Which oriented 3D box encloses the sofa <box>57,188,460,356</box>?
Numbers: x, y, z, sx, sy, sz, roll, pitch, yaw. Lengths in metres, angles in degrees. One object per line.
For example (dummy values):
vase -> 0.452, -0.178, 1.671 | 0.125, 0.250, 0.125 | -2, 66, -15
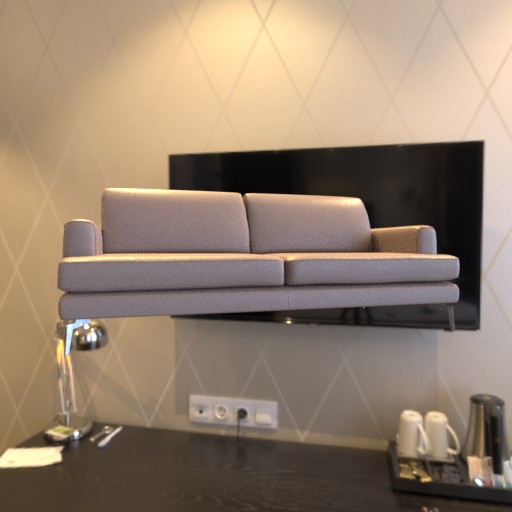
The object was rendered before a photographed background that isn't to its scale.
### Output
sofa -> 0.000, 0.000, 2.466 | 1.940, 0.765, 0.974 | 0, 1, -18
